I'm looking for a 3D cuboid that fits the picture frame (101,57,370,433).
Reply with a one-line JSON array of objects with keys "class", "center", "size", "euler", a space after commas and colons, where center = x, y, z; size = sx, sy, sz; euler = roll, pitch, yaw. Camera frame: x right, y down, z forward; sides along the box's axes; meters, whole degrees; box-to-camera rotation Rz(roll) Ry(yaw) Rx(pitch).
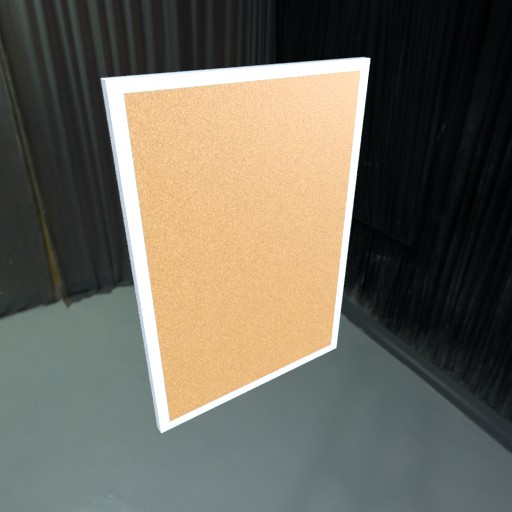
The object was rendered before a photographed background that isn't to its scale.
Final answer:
[{"class": "picture frame", "center": [0.000, 0.000, 0.549], "size": [0.305, 0.434, 0.013], "euler": [-18, 34, -28]}]
